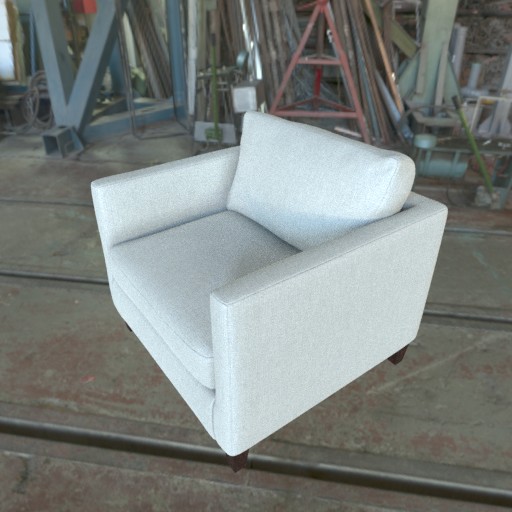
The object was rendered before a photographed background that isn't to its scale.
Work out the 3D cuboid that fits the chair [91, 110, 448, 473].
[{"bbox_3d":[0.000,0.000,1.738,0.959,0.919,0.996,-21,38,-30],"label":"chair"}]
